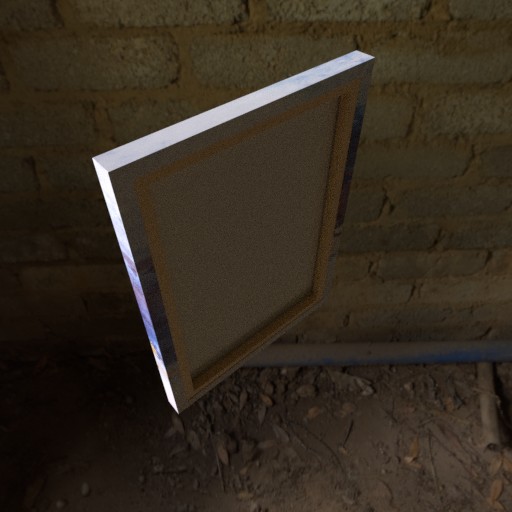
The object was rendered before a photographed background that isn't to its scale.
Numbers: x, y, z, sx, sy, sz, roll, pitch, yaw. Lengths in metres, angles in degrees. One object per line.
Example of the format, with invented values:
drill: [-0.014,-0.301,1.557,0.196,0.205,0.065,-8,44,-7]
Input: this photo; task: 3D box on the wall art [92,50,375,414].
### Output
wall art: [0.000,0.000,0.777,0.437,0.581,0.036,-32,54,-27]
